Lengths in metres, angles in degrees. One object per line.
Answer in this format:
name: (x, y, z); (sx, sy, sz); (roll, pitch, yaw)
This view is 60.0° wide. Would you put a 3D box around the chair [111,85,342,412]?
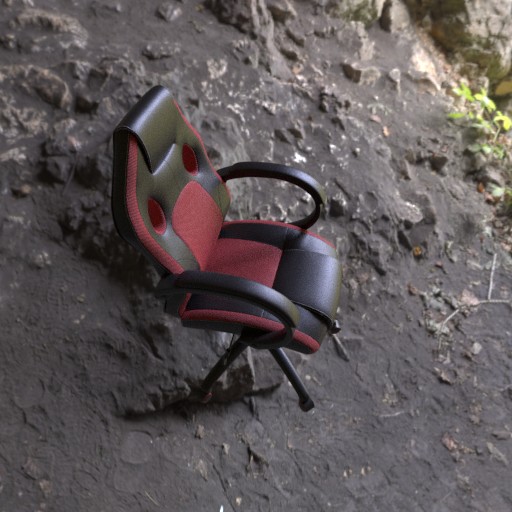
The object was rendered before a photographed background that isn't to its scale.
chair: (0.000, 0.000, 1.709); (0.783, 1.189, 0.750); (10, 48, 9)
